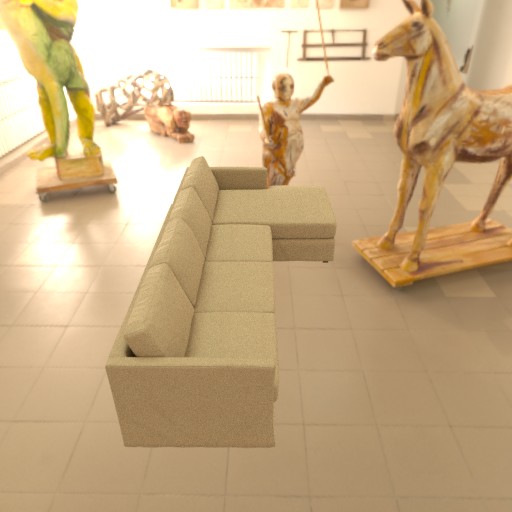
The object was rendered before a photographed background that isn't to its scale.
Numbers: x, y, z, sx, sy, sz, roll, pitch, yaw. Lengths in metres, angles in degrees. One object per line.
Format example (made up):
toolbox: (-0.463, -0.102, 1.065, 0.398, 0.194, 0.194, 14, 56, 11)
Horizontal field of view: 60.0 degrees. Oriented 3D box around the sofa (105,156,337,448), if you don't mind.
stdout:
sofa: (0.000, 0.000, 3.864, 1.622, 0.867, 3.177, 0, 31, 0)
